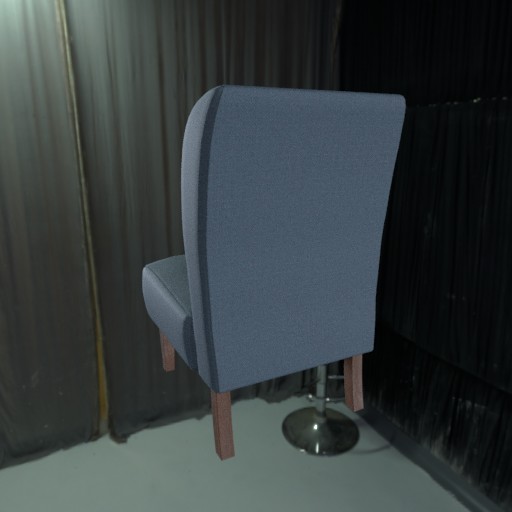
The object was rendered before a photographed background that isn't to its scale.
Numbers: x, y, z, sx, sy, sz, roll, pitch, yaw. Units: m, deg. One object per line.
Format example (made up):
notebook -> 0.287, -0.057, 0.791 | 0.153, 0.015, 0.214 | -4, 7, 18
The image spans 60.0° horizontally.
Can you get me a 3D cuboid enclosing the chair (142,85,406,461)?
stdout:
chair -> 0.000, 0.000, 1.209 | 0.513, 0.804, 0.592 | -8, 17, -28
